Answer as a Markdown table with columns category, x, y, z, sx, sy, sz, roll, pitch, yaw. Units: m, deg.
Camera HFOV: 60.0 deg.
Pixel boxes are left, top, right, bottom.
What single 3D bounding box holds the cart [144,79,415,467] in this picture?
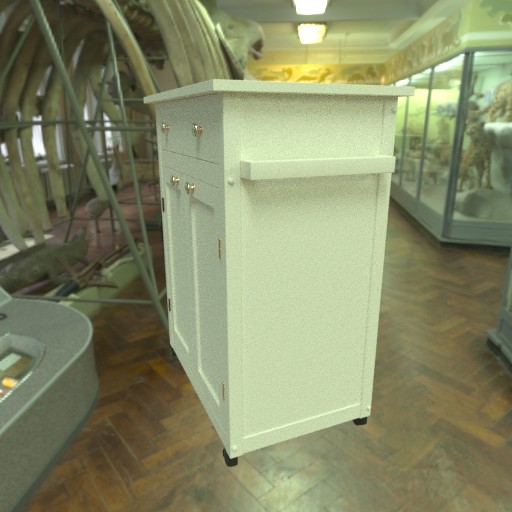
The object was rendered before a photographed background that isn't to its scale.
| category | x | y | z | sx | sy | sz | roll | pitch | yaw |
| --- | --- | --- | --- | --- | --- | --- | --- | --- | --- |
| cart | 0.000 | 0.000 | 1.248 | 0.442 | 0.864 | 0.683 | -7 | 18 | -23 |
